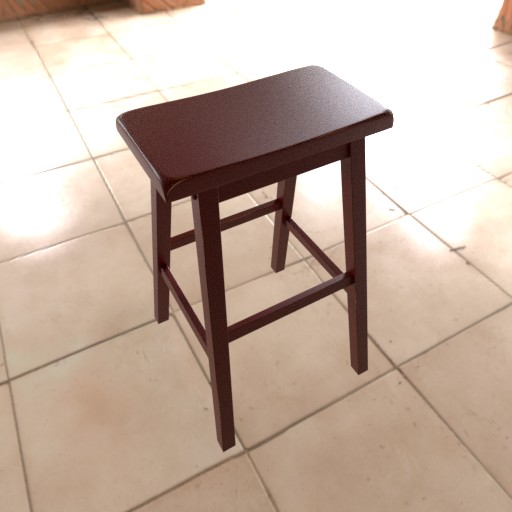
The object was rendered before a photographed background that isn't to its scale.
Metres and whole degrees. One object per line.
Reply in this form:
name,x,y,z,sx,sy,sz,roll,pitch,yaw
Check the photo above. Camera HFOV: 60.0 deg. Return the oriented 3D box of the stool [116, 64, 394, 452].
stool,0.000,0.000,1.053,0.457,0.737,0.476,-22,50,-20
